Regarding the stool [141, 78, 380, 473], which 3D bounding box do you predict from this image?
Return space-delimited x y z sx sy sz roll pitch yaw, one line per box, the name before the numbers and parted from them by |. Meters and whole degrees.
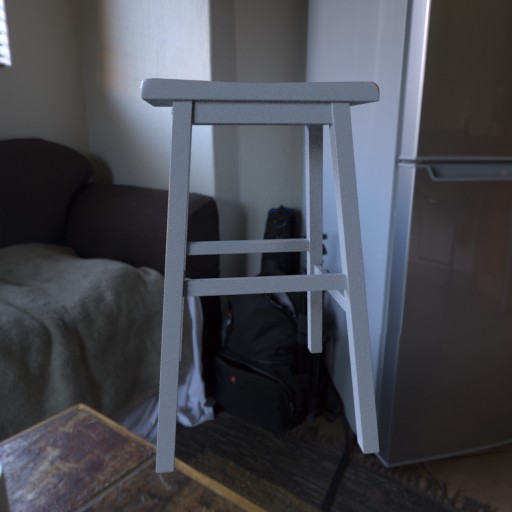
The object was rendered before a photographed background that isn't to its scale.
stool | 0.000 0.000 1.025 0.457 0.737 0.476 -2 16 -7
